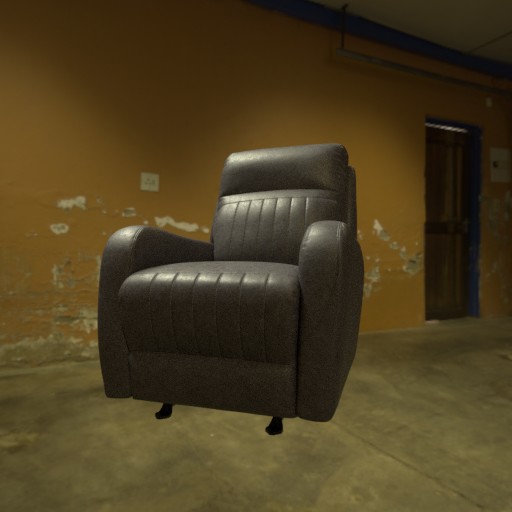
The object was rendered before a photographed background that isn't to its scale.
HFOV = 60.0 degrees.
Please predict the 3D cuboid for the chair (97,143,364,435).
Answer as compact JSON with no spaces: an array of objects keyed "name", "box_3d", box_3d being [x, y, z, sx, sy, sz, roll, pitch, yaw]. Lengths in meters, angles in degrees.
[{"name":"chair","box_3d":[0.000,0.000,1.819,0.865,1.067,1.067,0,0,19]}]
